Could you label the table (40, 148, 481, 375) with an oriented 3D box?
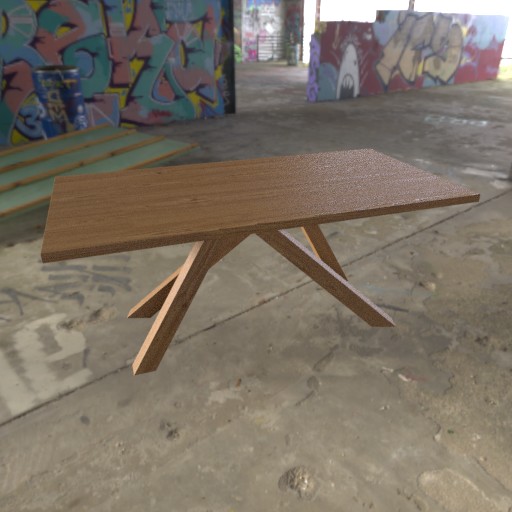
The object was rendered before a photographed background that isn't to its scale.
[{"bbox_3d":[0.000,0.000,2.253,1.797,0.750,0.901,-9,28,-17],"label":"table"}]
